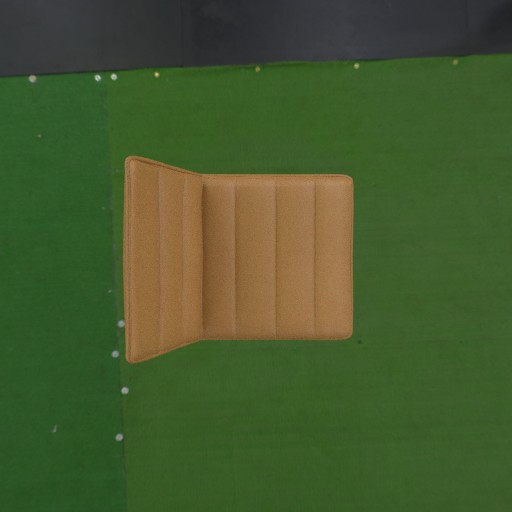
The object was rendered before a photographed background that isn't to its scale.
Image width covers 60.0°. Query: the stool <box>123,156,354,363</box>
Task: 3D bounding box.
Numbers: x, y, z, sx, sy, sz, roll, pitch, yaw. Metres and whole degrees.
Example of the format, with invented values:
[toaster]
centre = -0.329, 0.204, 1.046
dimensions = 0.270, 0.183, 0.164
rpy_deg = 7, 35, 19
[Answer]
[stool]
centre = 0.000, 0.000, 1.272
dimensions = 0.524, 0.936, 0.489
rpy_deg = 0, 91, 0
